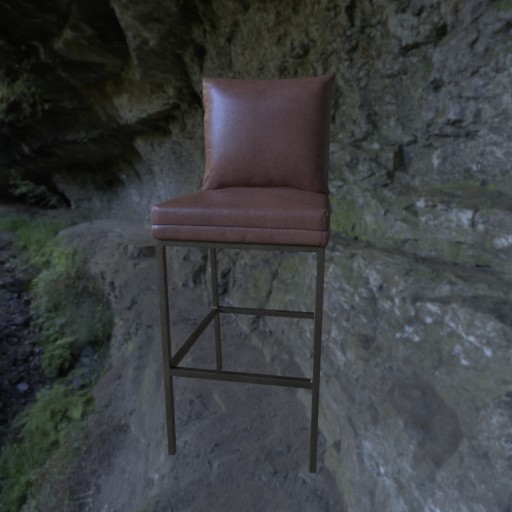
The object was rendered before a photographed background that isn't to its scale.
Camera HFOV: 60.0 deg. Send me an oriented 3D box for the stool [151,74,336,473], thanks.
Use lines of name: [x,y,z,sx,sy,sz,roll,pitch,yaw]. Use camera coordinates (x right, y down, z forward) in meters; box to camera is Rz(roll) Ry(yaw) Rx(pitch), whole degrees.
stool: [0.000,0.000,1.419,0.463,1.124,0.571,3,15,10]
